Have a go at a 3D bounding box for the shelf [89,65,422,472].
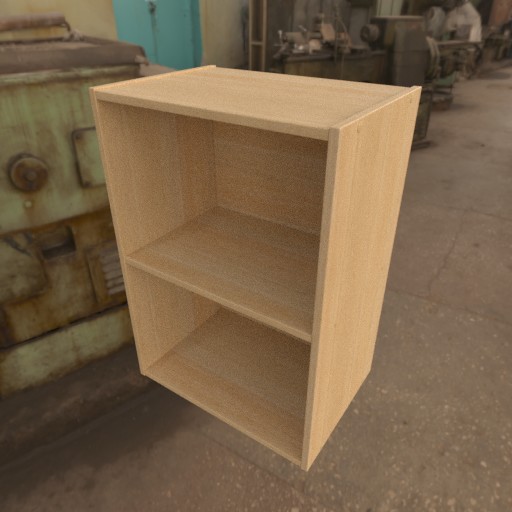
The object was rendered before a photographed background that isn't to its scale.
[{"bbox_3d":[0.000,0.000,0.818,0.414,0.592,0.290,19,36,29],"label":"shelf"}]
